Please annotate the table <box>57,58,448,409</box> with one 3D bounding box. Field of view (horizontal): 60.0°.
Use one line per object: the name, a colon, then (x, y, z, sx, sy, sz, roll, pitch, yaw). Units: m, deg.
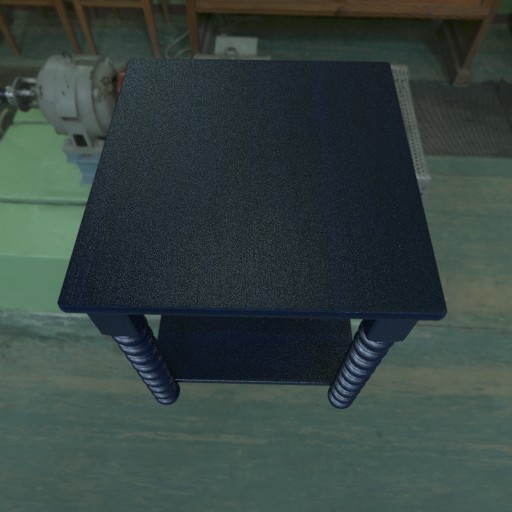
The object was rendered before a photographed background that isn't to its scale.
table: (0.000, 0.000, 0.942, 0.500, 0.567, 0.533, 1, 57, 1)
